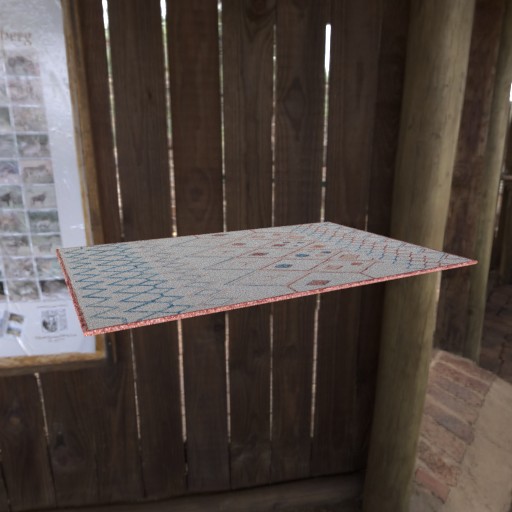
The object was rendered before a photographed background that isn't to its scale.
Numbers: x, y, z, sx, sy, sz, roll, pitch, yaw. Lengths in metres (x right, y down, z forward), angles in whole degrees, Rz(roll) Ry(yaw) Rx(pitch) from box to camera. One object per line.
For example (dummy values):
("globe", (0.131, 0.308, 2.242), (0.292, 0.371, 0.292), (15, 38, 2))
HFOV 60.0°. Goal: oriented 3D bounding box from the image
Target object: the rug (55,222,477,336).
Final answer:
("rug", (0.000, 0.000, 2.297), (1.829, 0.016, 1.219), (-7, 16, -26))
